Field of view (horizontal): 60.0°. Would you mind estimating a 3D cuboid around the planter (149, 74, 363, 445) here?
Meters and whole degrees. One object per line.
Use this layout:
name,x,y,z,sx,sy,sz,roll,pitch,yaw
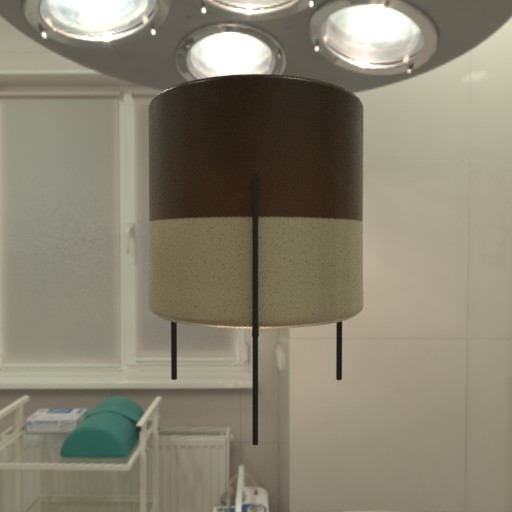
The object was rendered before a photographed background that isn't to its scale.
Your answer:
planter,0.000,0.000,0.725,0.345,0.465,0.354,0,2,0
